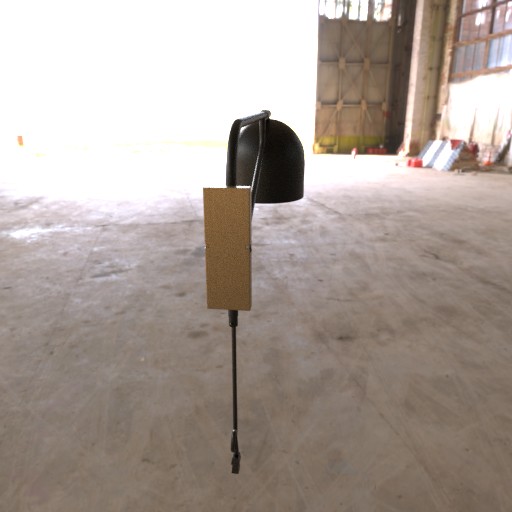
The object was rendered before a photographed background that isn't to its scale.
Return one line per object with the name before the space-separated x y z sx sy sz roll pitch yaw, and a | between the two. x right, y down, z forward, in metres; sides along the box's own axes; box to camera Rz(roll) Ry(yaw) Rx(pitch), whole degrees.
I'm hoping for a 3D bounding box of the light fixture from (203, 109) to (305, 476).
light fixture | 0.000 0.000 1.088 0.215 0.696 0.720 2 17 7
